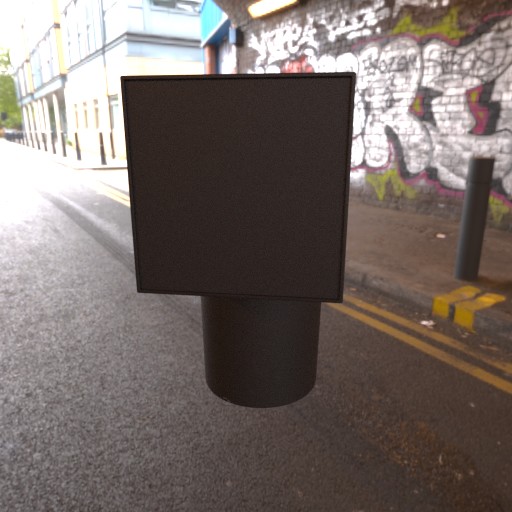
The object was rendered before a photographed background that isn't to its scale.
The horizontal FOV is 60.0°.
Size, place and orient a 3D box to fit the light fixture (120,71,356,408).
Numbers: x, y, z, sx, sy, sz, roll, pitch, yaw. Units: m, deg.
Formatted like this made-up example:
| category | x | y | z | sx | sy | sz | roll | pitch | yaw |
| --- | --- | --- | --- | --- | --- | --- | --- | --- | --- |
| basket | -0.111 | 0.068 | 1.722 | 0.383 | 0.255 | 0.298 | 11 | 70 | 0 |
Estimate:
| category | x | y | z | sx | sy | sz | roll | pitch | yaw |
| --- | --- | --- | --- | --- | --- | --- | --- | --- | --- |
| light fixture | 0.000 | 0.000 | 0.358 | 0.130 | 0.257 | 0.176 | 2 | 16 | 8 |
